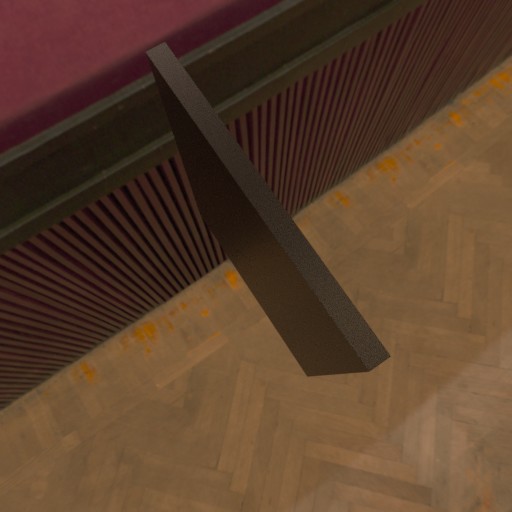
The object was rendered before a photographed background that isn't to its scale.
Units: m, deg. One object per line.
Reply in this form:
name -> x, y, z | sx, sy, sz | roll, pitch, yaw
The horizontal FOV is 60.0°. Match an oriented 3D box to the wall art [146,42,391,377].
wall art -> 0.000, 0.000, 0.766 | 0.028, 0.557, 0.457 | -32, 77, -9
